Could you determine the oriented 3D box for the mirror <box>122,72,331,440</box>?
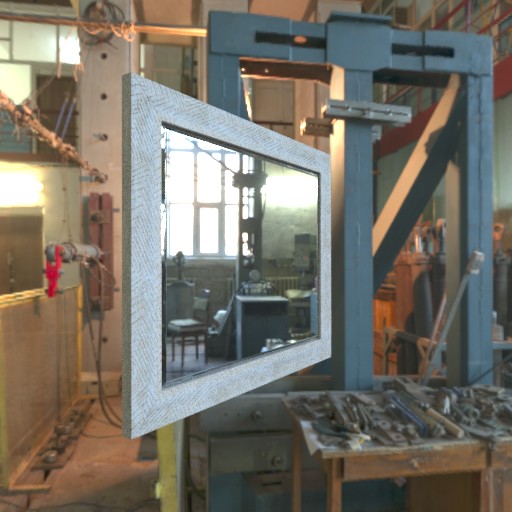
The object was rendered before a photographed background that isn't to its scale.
[{"bbox_3d":[0.000,0.000,1.174,0.028,0.689,0.839,0,0,36],"label":"mirror"}]
